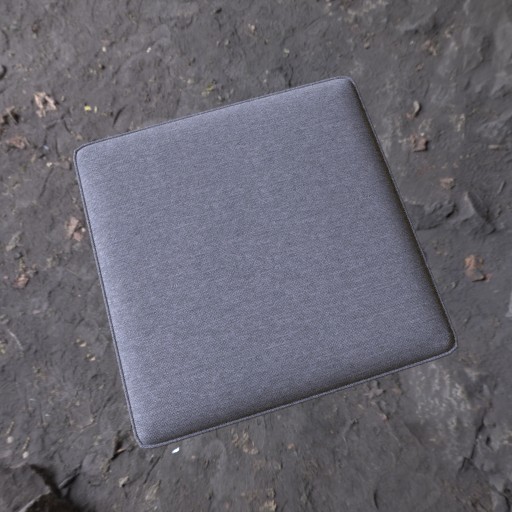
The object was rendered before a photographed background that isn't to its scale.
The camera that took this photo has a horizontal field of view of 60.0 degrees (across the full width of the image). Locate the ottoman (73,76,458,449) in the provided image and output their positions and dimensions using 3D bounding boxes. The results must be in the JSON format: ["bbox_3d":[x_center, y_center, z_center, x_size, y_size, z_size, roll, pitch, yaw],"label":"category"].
[{"bbox_3d":[0.000,0.000,1.578,1.005,0.455,1.005,-16,77,-4],"label":"ottoman"}]
